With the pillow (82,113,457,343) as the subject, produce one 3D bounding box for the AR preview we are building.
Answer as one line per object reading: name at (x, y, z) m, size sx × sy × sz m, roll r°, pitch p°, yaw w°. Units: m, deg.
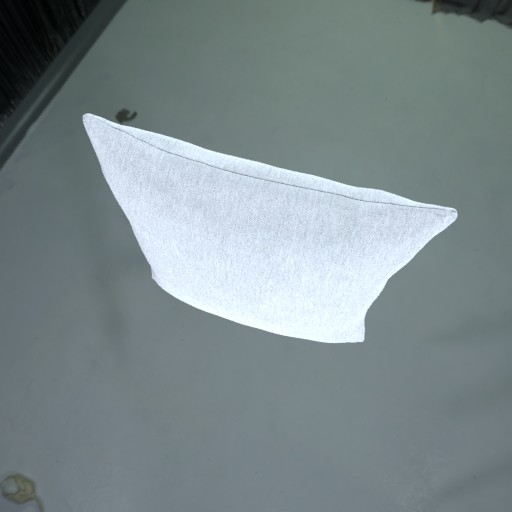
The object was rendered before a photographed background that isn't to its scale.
pillow at (0.000, 0.000, 0.677) m, size 0.433 × 0.436 × 0.173 m, roll 16°, pitch 65°, yaw 8°
